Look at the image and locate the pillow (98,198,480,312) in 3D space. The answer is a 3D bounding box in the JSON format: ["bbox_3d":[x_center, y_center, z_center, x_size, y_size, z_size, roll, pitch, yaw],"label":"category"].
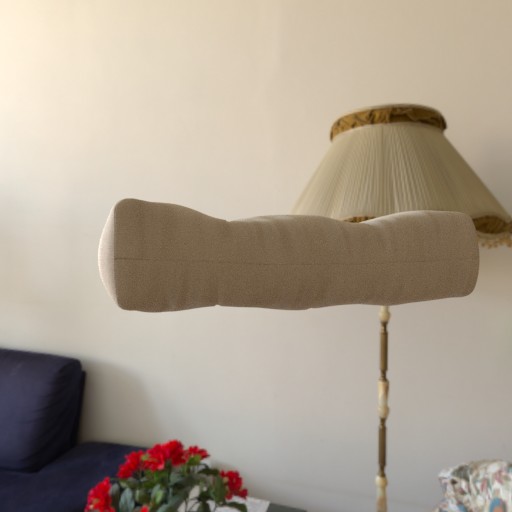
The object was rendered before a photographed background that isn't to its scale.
[{"bbox_3d":[0.000,0.000,0.717,0.468,0.128,0.490,0,1,-17],"label":"pillow"}]
